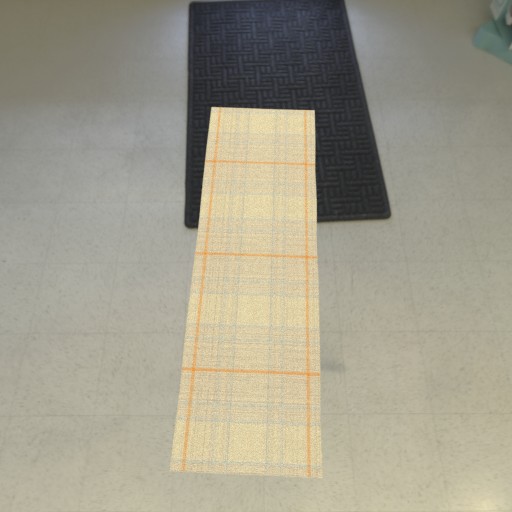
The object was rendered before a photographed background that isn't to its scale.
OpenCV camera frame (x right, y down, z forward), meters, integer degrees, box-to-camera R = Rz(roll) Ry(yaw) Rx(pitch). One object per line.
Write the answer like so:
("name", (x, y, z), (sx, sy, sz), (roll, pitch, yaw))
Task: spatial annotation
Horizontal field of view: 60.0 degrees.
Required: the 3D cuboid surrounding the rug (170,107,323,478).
("rug", (0.000, 0.000, 2.757), (0.770, 0.016, 2.442), (2, 64, 1))
